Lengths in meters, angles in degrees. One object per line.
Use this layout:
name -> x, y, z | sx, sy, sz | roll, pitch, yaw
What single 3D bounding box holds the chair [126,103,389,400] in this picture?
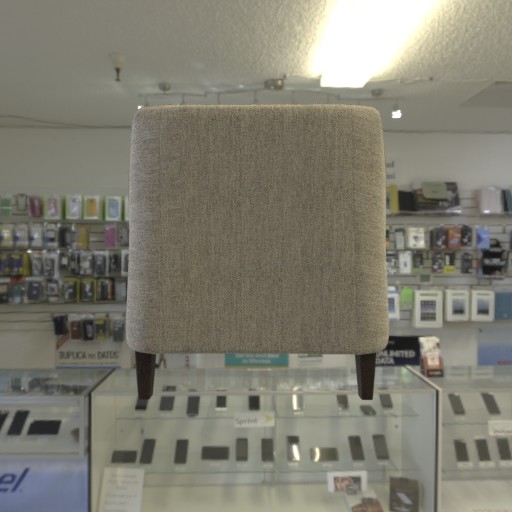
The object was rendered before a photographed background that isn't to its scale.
chair -> 0.000, 0.000, 1.430 | 0.796, 0.761, 0.758 | 0, 1, 0
